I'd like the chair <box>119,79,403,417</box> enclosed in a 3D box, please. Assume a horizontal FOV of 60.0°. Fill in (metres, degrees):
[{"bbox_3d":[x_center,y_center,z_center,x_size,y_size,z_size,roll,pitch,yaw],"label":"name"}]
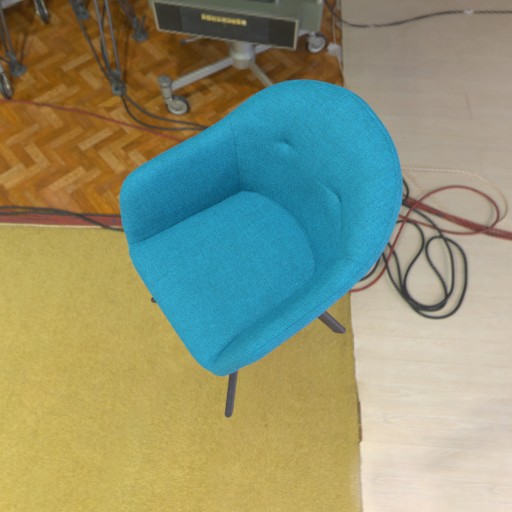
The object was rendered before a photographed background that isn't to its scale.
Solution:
[{"bbox_3d":[0.000,0.000,1.181,0.565,0.775,0.545,-32,67,-15],"label":"chair"}]
